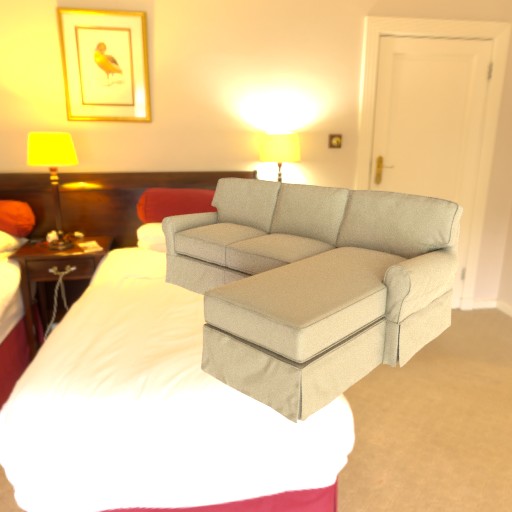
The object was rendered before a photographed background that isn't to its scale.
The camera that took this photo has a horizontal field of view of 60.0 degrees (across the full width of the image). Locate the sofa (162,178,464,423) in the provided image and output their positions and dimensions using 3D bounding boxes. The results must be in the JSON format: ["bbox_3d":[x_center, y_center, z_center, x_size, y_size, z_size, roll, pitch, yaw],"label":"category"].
[{"bbox_3d":[0.000,0.000,3.386,2.475,0.978,1.733,14,21,42],"label":"sofa"}]
